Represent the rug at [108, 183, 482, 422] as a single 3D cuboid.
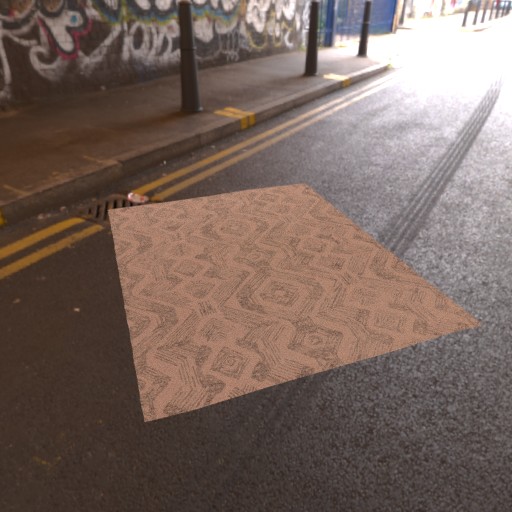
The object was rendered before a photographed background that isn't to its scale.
[{"bbox_3d":[0.000,0.000,4.078,2.430,0.030,3.054,-10,32,-17],"label":"rug"}]
